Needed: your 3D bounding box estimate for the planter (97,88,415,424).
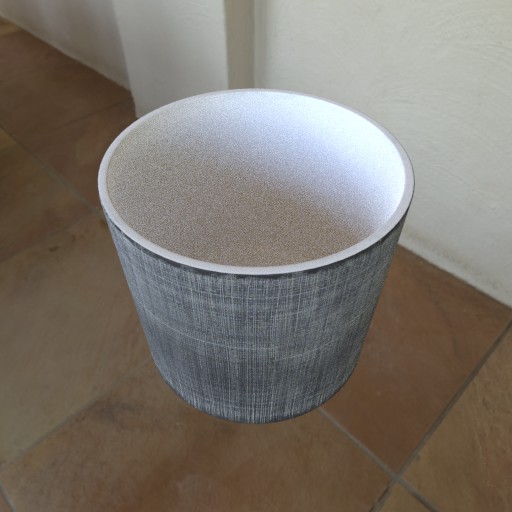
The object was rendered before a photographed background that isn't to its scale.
[{"bbox_3d":[0.000,0.000,0.390,0.221,0.201,0.221,0,46,0],"label":"planter"}]
